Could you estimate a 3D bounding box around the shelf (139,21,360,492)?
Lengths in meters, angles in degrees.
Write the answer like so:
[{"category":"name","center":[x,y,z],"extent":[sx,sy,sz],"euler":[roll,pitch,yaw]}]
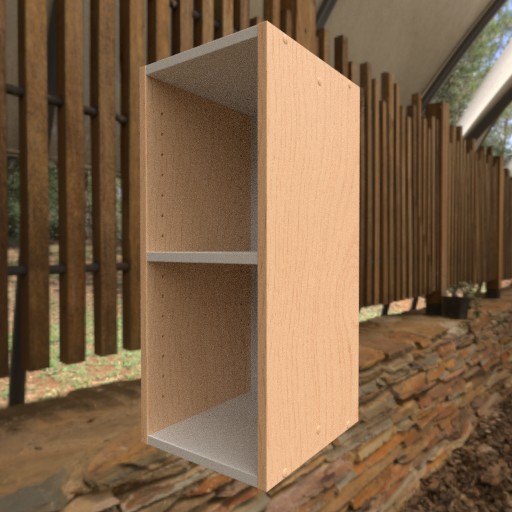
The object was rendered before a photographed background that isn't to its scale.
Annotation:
[{"category":"shelf","center":[0.000,0.000,0.753],"extent":[0.250,0.600,0.290],"euler":[1,1,36]}]
